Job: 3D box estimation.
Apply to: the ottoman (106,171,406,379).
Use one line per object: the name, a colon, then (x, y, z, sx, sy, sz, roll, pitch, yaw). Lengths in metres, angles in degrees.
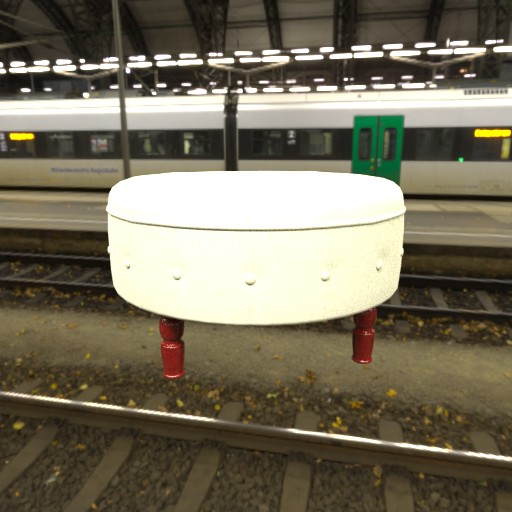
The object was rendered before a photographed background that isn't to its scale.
ottoman: (0.000, 0.000, 1.361, 0.850, 0.483, 0.850, 0, 14, 0)
